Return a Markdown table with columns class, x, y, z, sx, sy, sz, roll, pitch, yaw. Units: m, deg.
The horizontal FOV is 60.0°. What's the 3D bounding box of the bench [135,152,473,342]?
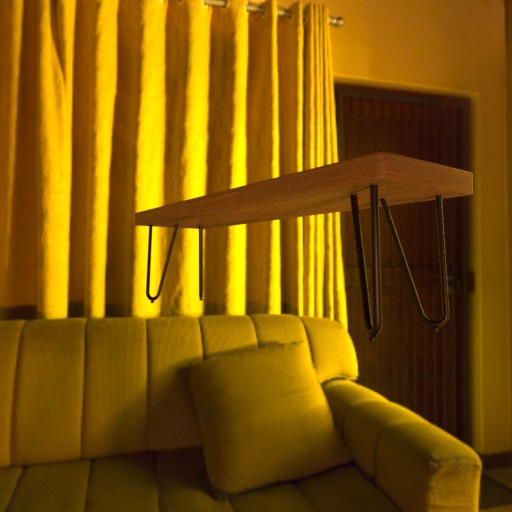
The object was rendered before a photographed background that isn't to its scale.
| class | x | y | z | sx | sy | sz | roll | pitch | yaw |
| --- | --- | --- | --- | --- | --- | --- | --- | --- | --- |
| bench | 0.000 | 0.000 | 1.783 | 0.425 | 0.462 | 1.570 | 1 | -1 | -36 |
